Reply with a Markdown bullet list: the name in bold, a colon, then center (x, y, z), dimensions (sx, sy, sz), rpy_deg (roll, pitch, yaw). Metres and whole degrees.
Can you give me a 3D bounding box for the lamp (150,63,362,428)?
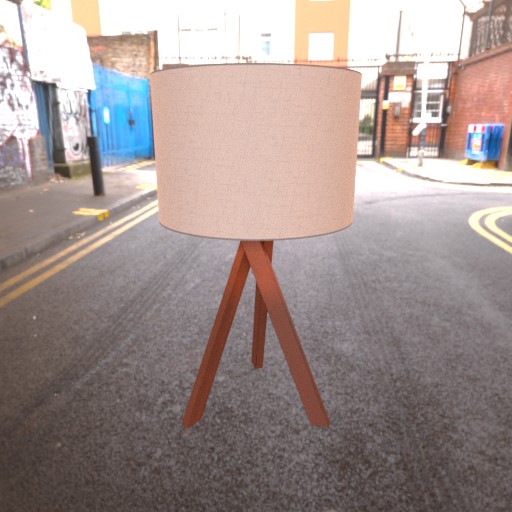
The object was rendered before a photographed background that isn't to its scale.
- **lamp**: center (0.000, 0.000, 0.911), dimensions (0.380, 0.686, 0.380), rpy_deg (16, 23, 43)
